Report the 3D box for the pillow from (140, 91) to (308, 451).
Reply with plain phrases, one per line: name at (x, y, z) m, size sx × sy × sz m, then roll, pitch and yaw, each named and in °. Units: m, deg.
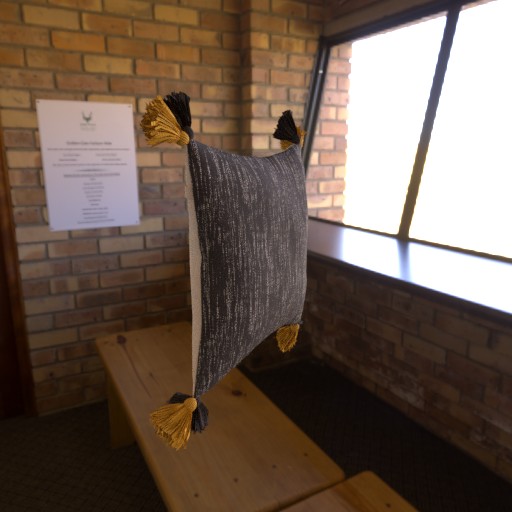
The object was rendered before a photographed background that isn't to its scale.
pillow at (0.000, 0.000, 0.983) m, size 0.139 × 0.659 × 0.654 m, roll 7°, pitch 15°, yaw 28°
